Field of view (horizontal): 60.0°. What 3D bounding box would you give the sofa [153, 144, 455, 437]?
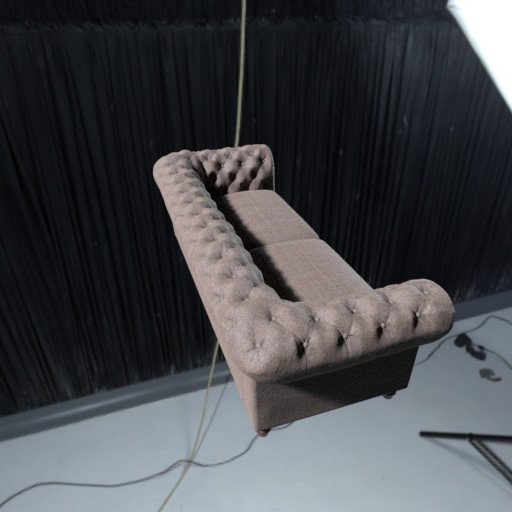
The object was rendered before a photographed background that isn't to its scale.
[{"bbox_3d":[0.000,0.000,2.787,0.944,0.787,2.385,-10,32,-16],"label":"sofa"}]
